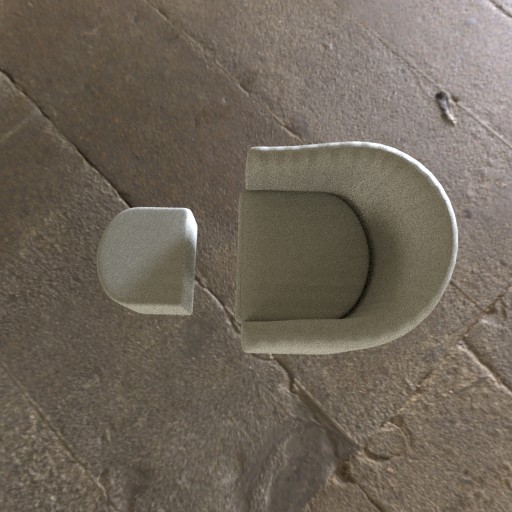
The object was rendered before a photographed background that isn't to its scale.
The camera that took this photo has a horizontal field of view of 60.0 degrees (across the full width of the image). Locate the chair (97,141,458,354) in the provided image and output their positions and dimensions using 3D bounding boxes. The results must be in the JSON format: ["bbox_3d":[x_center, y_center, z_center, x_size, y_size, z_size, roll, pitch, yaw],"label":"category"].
[{"bbox_3d":[0.000,0.000,1.763,1.288,0.757,0.756,1,76,0],"label":"chair"}]
